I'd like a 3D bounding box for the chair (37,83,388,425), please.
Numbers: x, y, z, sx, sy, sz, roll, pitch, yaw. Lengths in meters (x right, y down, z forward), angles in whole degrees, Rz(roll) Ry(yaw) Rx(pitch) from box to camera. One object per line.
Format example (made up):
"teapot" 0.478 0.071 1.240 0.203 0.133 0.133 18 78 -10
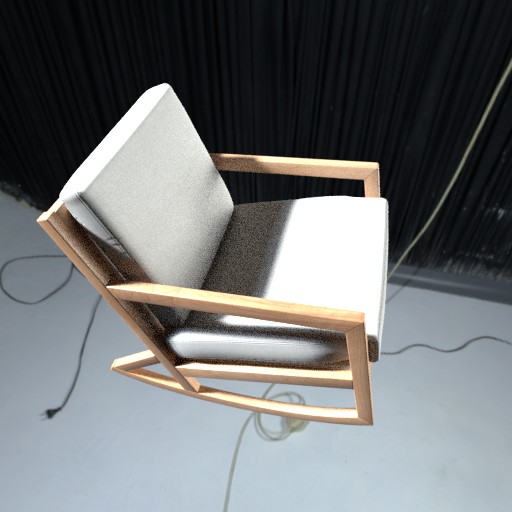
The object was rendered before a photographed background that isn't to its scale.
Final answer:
"chair" 0.000 0.000 1.361 0.857 0.790 0.622 10 47 9
